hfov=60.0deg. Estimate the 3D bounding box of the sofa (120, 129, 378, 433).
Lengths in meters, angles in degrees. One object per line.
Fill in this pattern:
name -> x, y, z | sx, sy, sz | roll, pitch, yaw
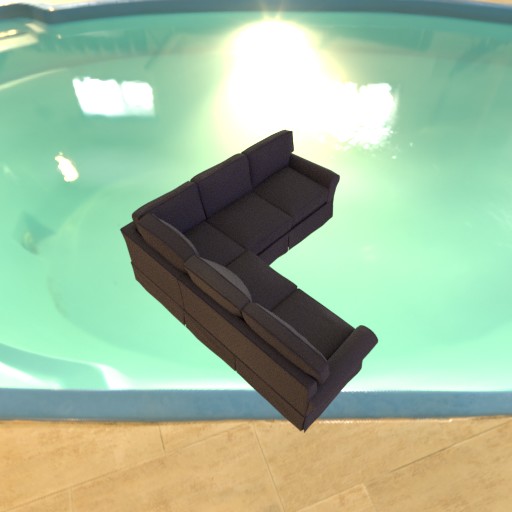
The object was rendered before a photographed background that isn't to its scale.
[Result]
sofa -> 0.000, 0.000, 5.073 | 2.874, 1.169, 3.773 | -11, 48, -10
